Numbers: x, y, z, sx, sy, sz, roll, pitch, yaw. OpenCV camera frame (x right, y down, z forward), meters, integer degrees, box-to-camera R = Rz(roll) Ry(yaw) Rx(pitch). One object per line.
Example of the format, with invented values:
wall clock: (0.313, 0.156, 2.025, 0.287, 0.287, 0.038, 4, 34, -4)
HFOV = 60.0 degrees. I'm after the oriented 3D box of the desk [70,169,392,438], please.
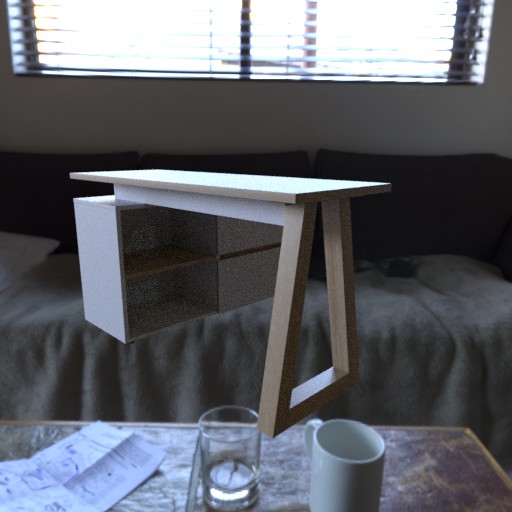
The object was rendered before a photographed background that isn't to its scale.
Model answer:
desk: (0.000, 0.000, 2.080, 1.098, 0.755, 1.404, -13, 19, -43)
